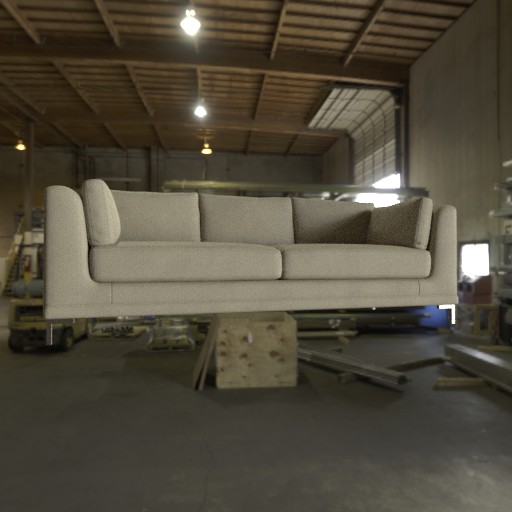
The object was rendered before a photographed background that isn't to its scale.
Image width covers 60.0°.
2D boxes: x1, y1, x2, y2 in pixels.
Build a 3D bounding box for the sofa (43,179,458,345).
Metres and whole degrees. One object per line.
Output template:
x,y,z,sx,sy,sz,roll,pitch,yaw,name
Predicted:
0.000,0.000,2.902,2.415,0.867,0.969,0,-1,-18,sofa
